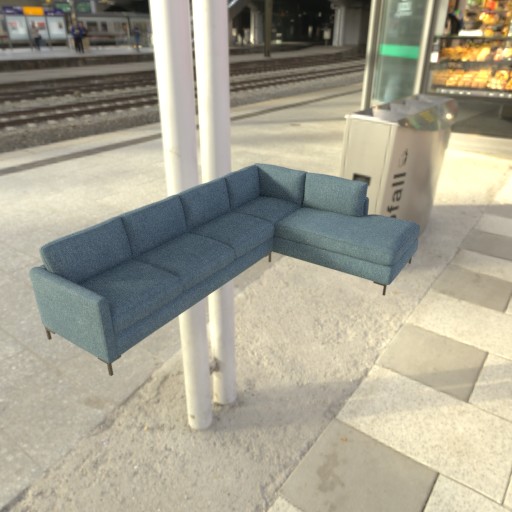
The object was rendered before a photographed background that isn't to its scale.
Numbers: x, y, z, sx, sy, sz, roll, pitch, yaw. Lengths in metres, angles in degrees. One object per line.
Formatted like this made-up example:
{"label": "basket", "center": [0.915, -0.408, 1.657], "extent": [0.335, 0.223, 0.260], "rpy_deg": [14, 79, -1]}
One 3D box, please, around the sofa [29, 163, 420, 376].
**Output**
{"label": "sofa", "center": [0.000, 0.000, 3.833], "extent": [2.007, 0.815, 2.949], "rpy_deg": [17, 32, 30]}
